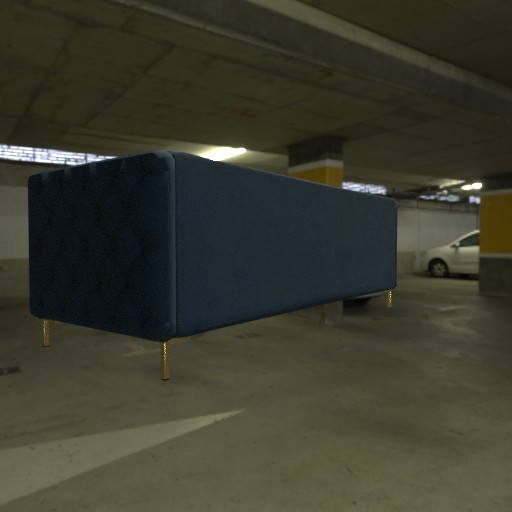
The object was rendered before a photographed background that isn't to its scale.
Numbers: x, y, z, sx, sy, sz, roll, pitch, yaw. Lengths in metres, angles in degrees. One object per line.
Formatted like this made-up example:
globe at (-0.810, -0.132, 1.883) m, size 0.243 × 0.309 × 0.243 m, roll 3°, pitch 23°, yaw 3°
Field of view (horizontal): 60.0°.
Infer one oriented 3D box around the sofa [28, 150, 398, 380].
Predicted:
sofa at (0.000, 0.000, 2.535) m, size 0.895 × 0.771 × 2.209 m, roll 1°, pitch 2°, yaw 37°
